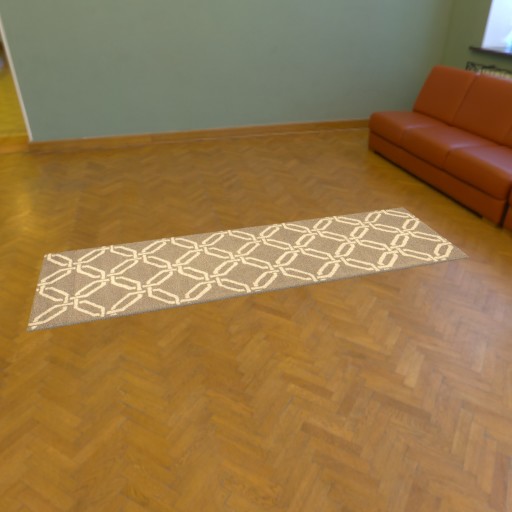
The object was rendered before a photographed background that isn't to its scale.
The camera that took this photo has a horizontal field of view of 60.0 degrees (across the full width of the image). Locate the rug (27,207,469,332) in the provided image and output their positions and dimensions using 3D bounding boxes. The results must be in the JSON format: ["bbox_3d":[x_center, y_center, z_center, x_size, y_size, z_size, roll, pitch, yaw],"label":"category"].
[{"bbox_3d":[0.000,0.000,2.477,2.276,0.014,0.678,-8,32,-14],"label":"rug"}]
